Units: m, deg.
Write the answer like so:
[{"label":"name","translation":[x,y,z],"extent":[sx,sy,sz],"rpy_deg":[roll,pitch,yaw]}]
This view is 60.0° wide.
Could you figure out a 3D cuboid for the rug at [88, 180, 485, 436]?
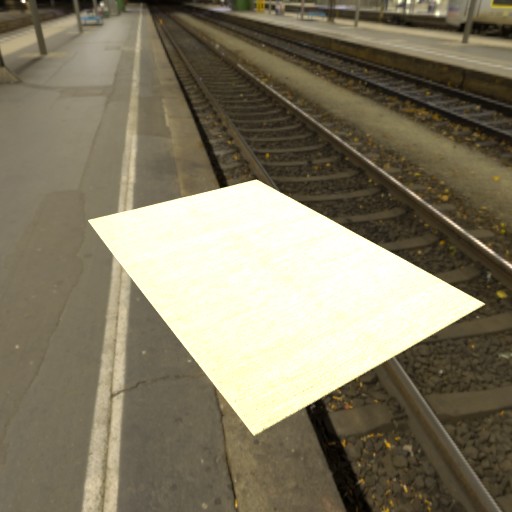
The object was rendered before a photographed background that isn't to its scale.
[{"label":"rug","translation":[0.000,0.000,2.359],"extent":[1.250,0.015,1.850],"rpy_deg":[-19,35,-29]}]
